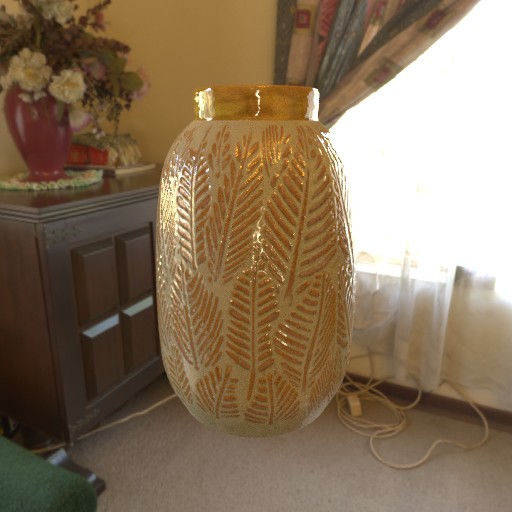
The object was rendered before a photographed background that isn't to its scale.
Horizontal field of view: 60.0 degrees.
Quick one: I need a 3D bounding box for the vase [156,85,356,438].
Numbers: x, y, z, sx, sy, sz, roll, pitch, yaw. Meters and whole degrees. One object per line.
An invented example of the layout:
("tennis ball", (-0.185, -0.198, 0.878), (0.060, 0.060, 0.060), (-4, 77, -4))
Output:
("vase", (0.000, 0.000, 0.383), (0.172, 0.270, 0.172), (0, 17, 0))
